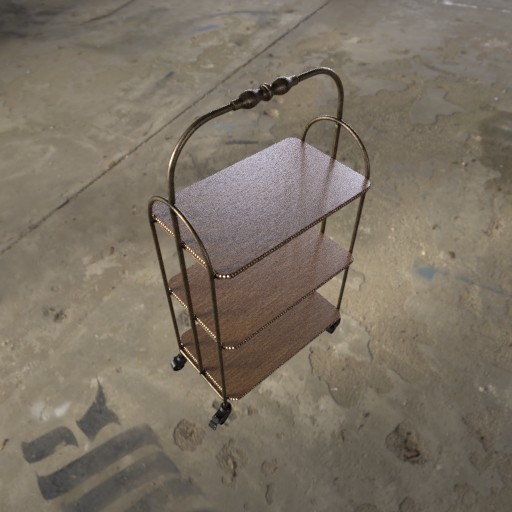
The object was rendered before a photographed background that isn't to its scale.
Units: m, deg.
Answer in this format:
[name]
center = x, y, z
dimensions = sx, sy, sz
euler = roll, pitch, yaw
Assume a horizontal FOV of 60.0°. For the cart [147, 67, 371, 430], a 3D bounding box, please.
[cart]
center = 0.000, 0.000, 1.335
dimensions = 0.650, 1.052, 0.330
euler = -32, 54, -27
